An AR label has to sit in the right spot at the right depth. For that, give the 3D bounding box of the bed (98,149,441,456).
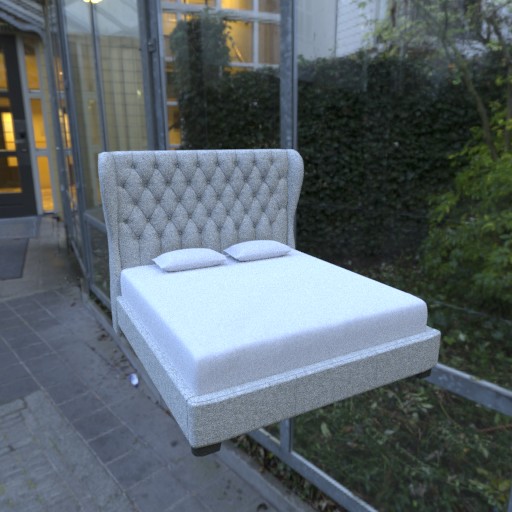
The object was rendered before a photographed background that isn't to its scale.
[{"bbox_3d":[0.000,0.000,3.911,2.219,1.771,2.347,-8,17,-28],"label":"bed"}]
